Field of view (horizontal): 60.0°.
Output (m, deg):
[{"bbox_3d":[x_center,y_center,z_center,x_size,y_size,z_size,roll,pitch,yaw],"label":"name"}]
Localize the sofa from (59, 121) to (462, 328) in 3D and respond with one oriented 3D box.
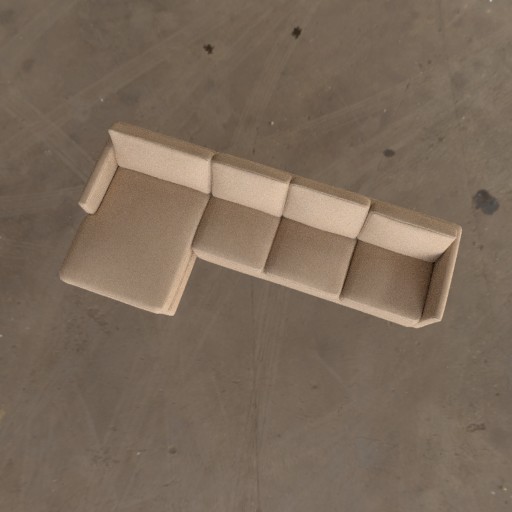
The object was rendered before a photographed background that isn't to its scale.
[{"bbox_3d":[0.000,0.000,3.899,3.201,0.876,1.502,18,75,5],"label":"sofa"}]
